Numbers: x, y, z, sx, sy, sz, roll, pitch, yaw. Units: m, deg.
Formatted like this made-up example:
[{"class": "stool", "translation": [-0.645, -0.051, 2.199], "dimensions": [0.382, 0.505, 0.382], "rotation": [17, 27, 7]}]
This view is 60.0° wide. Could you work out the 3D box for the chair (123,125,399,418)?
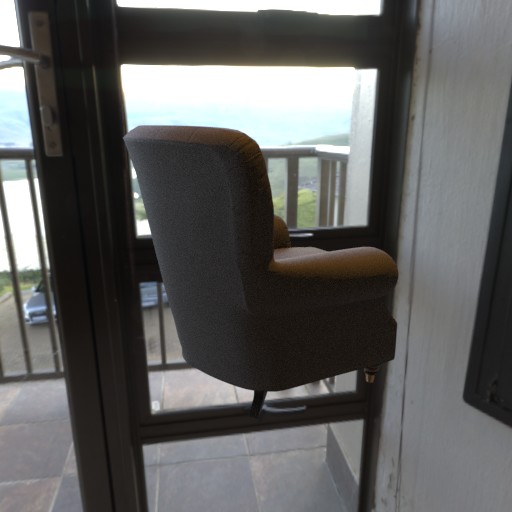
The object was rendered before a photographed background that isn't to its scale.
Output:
[{"class": "chair", "translation": [0.000, 0.000, 1.853], "dimensions": [0.983, 1.046, 0.983], "rotation": [-8, 18, -26]}]
